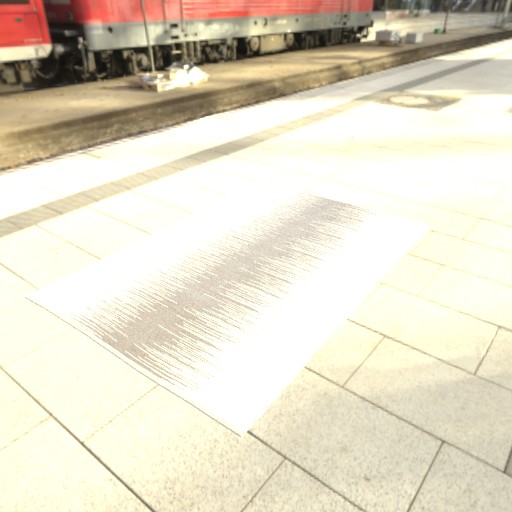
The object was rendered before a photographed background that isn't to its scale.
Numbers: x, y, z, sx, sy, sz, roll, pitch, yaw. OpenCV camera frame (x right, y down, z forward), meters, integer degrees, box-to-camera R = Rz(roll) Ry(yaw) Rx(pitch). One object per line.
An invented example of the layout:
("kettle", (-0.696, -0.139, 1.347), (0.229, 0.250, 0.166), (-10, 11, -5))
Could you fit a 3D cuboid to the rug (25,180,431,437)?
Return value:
("rug", (0.000, 0.000, 2.287), (1.226, 0.007, 1.815), (20, 36, 31))
